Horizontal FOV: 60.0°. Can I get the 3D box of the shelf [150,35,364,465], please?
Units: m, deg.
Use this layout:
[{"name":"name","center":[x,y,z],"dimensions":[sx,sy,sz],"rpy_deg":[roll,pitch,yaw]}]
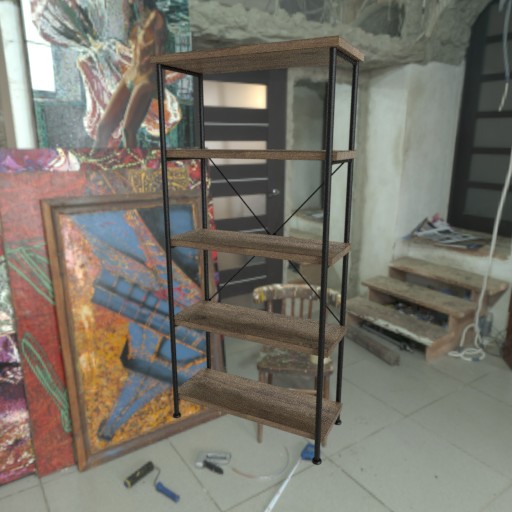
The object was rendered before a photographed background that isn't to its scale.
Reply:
[{"name":"shelf","center":[0.000,0.000,2.024],"dimensions":[0.800,1.700,0.360],"rpy_deg":[7,16,26]}]
